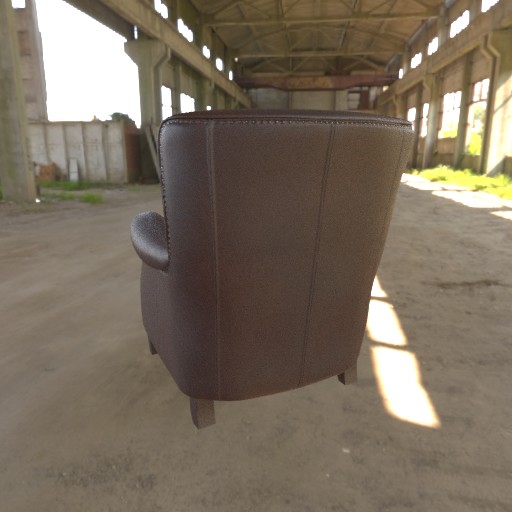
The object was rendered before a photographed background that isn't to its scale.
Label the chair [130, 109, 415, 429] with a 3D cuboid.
[{"bbox_3d":[0.000,0.000,1.347,0.700,0.800,0.746,-7,15,-26],"label":"chair"}]
